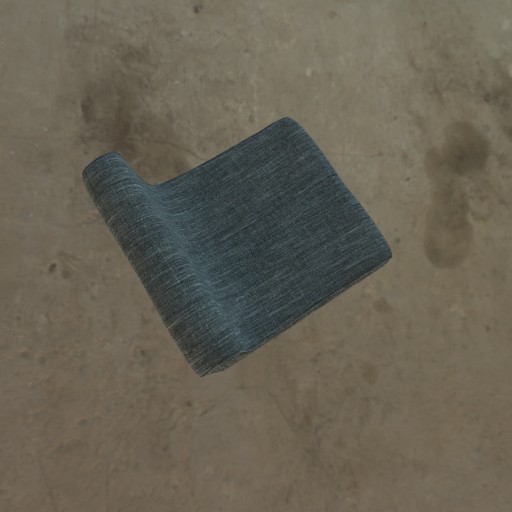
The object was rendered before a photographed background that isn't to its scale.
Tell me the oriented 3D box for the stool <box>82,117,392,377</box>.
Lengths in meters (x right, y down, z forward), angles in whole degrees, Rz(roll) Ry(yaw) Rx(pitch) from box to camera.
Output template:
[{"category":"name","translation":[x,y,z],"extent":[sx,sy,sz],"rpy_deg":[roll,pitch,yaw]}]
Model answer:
[{"category":"stool","translation":[0.000,0.000,1.105],"extent":[0.459,0.835,0.395],"rpy_deg":[-32,78,-7]}]
